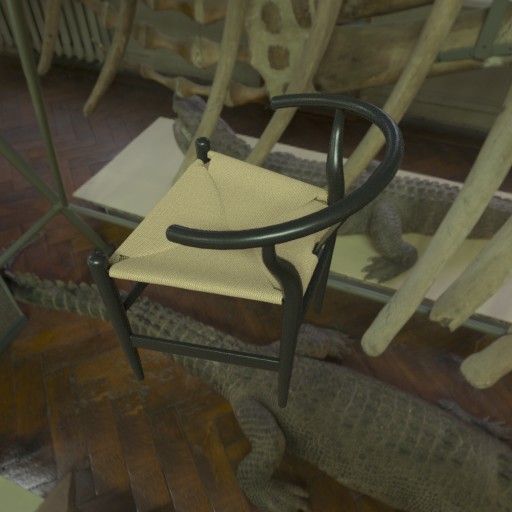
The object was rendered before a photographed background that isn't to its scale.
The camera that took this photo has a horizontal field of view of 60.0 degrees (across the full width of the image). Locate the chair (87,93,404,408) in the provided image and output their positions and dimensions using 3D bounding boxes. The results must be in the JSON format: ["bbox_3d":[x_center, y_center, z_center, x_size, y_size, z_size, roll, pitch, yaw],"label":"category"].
[{"bbox_3d":[0.000,0.000,1.131,0.570,0.739,0.570,16,48,15],"label":"chair"}]
